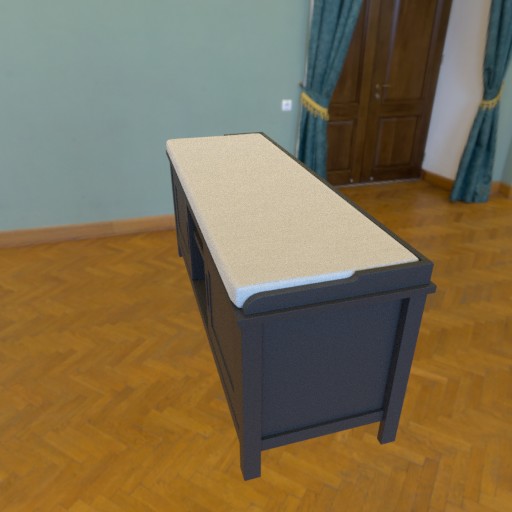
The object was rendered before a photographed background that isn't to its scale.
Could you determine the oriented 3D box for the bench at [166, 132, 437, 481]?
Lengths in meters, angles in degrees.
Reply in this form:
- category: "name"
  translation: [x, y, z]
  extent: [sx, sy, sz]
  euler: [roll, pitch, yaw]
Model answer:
- category: "bench"
  translation: [0.000, 0.000, 1.386]
  extent: [0.398, 0.501, 1.140]
  euler: [-8, 30, -14]
